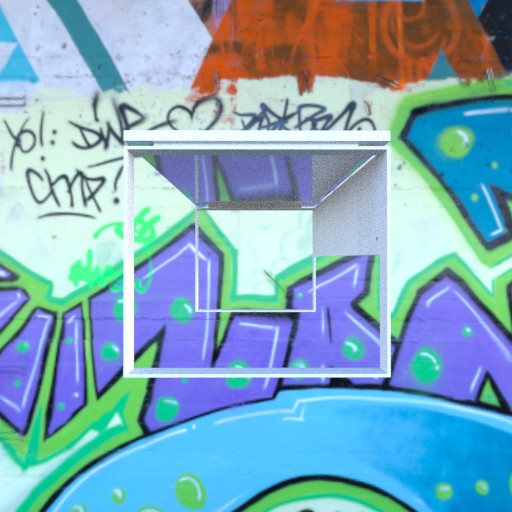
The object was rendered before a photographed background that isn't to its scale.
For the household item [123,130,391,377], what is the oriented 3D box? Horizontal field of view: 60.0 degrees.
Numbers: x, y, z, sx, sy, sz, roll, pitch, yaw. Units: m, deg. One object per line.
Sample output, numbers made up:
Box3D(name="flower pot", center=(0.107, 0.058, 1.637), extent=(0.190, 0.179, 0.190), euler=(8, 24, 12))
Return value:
Box3D(name="household item", center=(0.000, 0.000, 2.178), extent=(0.800, 0.745, 1.700), euler=(0, 0, 0))
